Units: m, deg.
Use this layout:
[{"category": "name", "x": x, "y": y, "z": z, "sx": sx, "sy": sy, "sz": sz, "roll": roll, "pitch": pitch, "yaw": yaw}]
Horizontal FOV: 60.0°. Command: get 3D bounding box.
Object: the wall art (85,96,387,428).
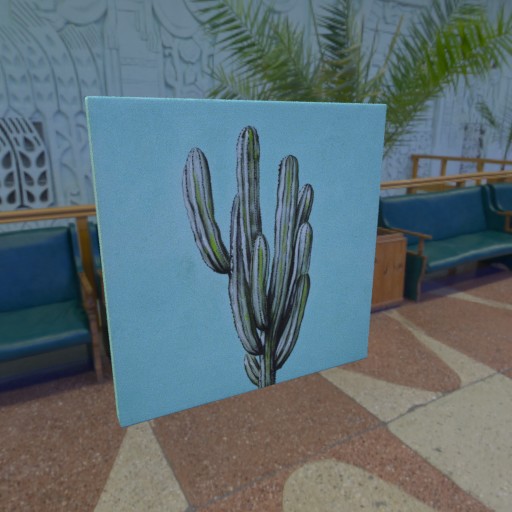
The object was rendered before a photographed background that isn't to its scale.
[{"category": "wall art", "x": 0.000, "y": 0.000, "z": 1.160, "sx": 0.765, "sy": 0.766, "sz": 0.054, "roll": -8, "pitch": 18, "yaw": -26}]
